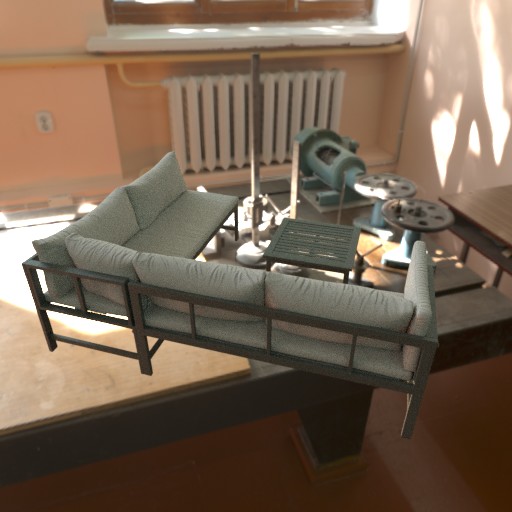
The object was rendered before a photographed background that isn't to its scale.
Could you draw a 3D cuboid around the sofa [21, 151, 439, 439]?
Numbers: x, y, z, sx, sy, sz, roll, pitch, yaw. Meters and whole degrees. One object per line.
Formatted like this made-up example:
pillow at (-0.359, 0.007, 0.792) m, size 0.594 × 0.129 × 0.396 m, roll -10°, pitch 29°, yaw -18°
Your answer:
sofa at (0.000, 0.000, 2.891) m, size 2.096 × 0.758 × 1.658 m, roll 9°, pitch 32°, yaw 14°
